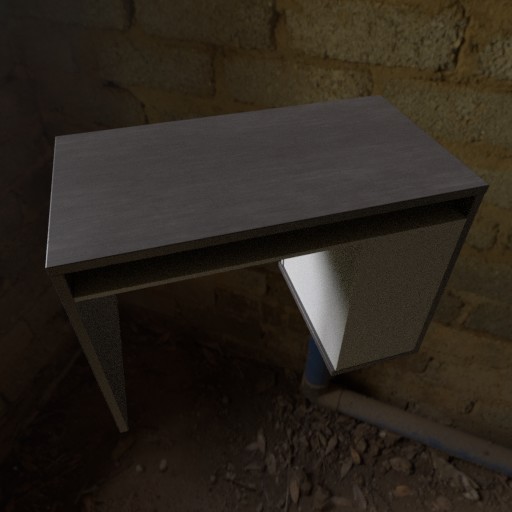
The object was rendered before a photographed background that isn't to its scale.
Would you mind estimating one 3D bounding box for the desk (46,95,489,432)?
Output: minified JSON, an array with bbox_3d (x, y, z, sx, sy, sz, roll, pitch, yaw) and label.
[{"bbox_3d":[0.000,0.000,1.511,1.100,0.750,0.600,-11,44,-12],"label":"desk"}]
